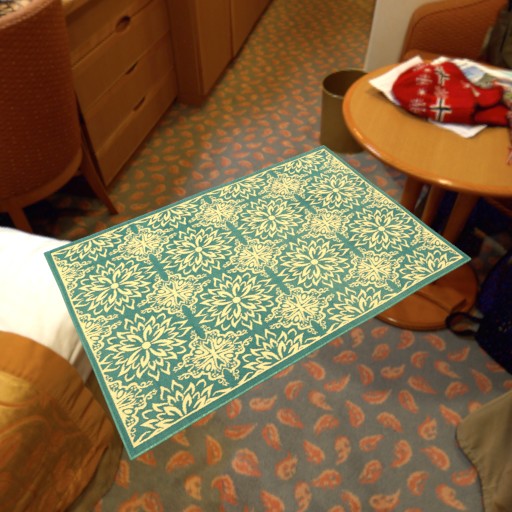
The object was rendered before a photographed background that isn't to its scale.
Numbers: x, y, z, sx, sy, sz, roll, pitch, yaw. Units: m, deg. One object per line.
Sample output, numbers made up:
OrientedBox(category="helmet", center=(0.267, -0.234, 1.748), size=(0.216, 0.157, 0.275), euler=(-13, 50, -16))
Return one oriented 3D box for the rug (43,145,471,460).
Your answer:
OrientedBox(category="rug", center=(0.000, 0.000, 3.434), size=(2.769, 0.018, 1.830), euler=(-25, 52, -21))
